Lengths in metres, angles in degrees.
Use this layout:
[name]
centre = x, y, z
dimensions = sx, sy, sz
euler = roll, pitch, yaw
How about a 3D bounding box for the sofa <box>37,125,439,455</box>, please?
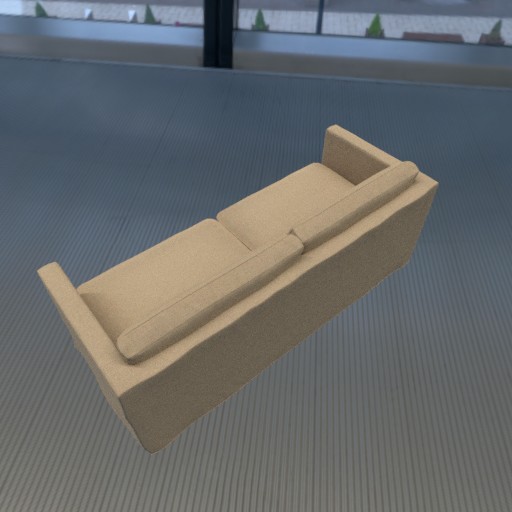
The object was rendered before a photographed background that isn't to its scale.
[sofa]
centre = 0.000, 0.000, 2.799
dimensions = 2.312, 0.853, 0.962
euler = -31, 54, -26
